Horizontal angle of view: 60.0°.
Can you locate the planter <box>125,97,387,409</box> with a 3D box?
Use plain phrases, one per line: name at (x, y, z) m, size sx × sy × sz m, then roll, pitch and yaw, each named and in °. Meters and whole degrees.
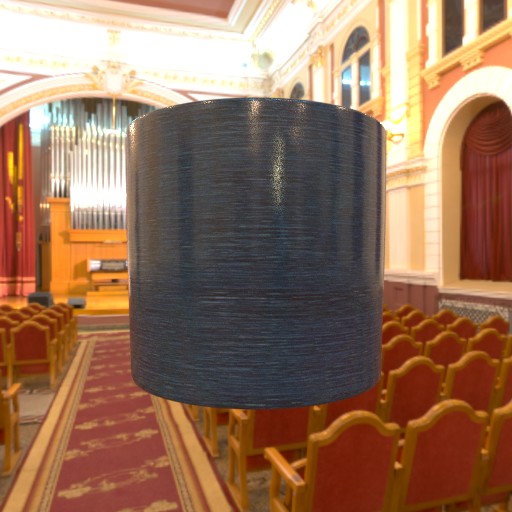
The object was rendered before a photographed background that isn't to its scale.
planter at (0.000, 0.000, 0.391) m, size 0.221 × 0.201 × 0.221 m, roll 0°, pitch 0°, yaw 0°
